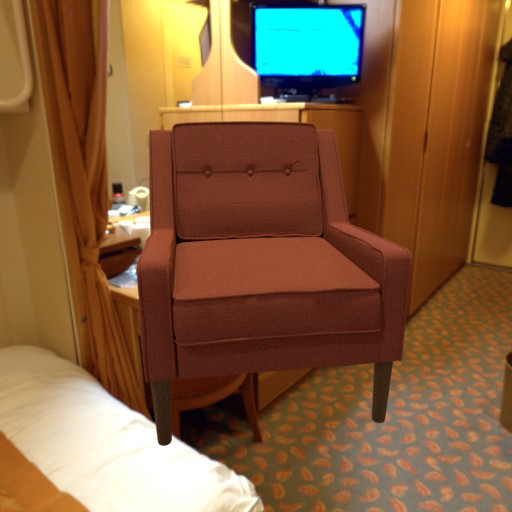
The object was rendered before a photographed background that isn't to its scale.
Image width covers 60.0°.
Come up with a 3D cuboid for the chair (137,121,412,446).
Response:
[{"bbox_3d":[0.000,0.000,1.395,0.680,0.812,0.770,-3,17,-8],"label":"chair"}]
